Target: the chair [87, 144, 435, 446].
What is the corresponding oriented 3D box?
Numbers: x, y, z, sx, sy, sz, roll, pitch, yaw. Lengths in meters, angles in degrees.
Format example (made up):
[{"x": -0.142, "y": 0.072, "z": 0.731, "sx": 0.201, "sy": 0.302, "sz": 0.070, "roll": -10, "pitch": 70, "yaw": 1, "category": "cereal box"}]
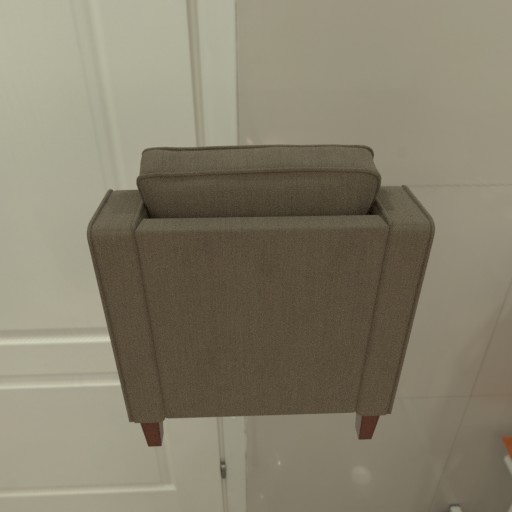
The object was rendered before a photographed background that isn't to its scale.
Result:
[{"x": 0.000, "y": 0.000, "z": 1.600, "sx": 0.831, "sy": 0.960, "sz": 0.909, "roll": -1, "pitch": 31, "yaw": -2, "category": "chair"}]
